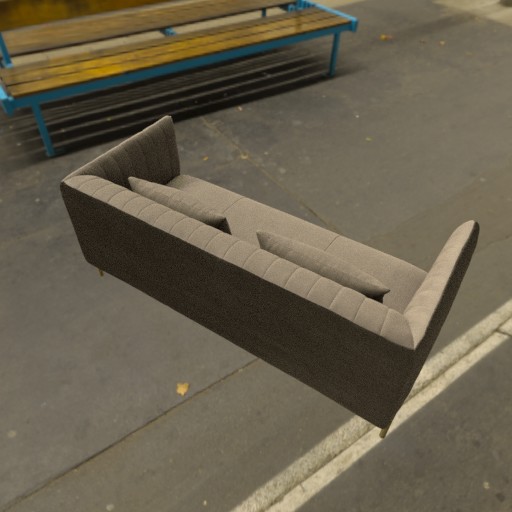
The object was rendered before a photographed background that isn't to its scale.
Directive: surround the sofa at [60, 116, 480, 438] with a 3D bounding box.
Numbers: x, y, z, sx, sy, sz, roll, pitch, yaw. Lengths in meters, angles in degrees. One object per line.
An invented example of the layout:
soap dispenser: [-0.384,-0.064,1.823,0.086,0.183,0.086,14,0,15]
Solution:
sofa: [0.000,0.000,2.419,1.980,0.780,0.876,25,49,23]
